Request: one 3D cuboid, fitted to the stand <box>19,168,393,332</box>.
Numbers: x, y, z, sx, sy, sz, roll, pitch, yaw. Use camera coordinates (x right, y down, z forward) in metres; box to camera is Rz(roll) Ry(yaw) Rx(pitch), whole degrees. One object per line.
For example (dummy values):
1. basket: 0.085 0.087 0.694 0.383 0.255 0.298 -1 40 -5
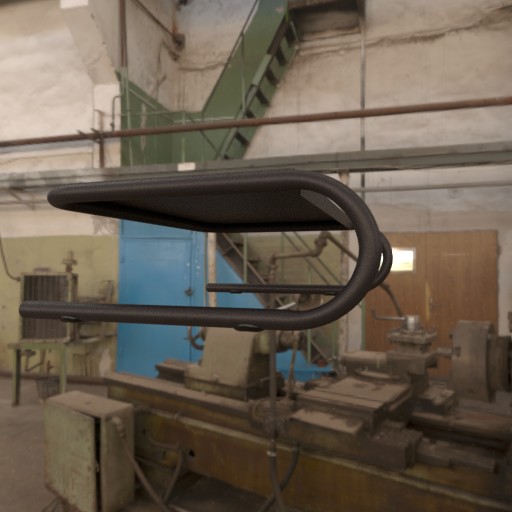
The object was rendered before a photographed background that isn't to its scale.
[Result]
1. stand: 0.000 0.000 0.484 0.280 0.108 0.370 0 -1 18
